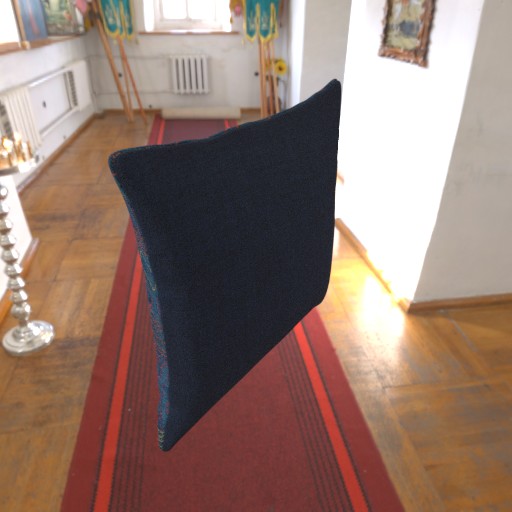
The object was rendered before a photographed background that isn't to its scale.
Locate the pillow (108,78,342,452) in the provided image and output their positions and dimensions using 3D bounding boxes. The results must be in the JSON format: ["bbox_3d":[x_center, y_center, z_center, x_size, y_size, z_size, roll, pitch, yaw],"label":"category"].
[{"bbox_3d":[0.000,0.000,0.646,0.141,0.431,0.431,21,37,31],"label":"pillow"}]
